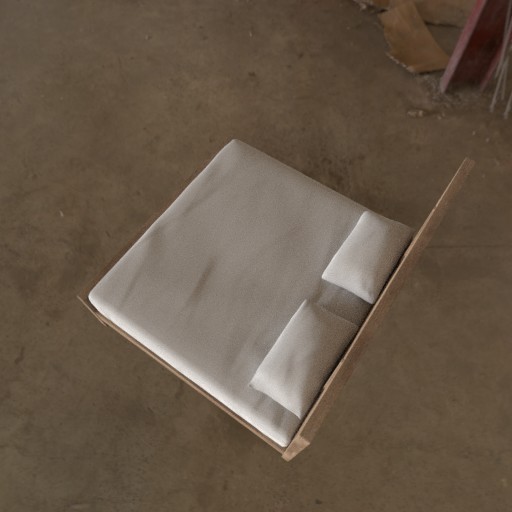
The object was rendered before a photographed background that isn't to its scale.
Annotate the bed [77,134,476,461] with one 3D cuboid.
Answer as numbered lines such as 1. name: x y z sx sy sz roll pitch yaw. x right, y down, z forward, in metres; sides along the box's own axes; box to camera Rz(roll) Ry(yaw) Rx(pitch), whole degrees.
1. bed: 0.000 0.000 3.438 2.032 1.626 2.032 32 67 15
